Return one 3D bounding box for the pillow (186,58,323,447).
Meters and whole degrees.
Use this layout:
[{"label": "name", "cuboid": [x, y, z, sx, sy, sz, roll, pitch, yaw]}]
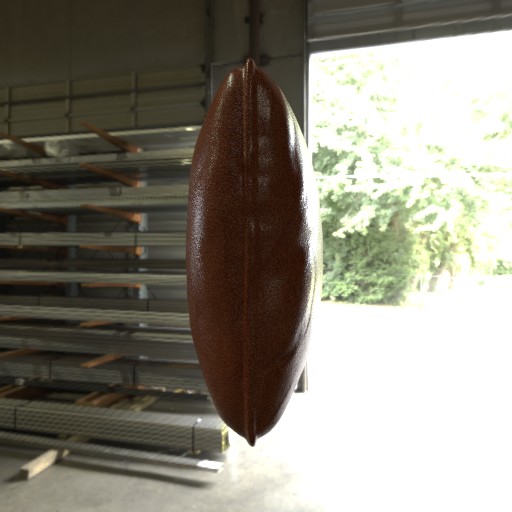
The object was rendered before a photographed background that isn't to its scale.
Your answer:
[{"label": "pillow", "cuboid": [0.000, 0.000, 0.825, 0.236, 0.523, 0.532, 0, -2, 1]}]
